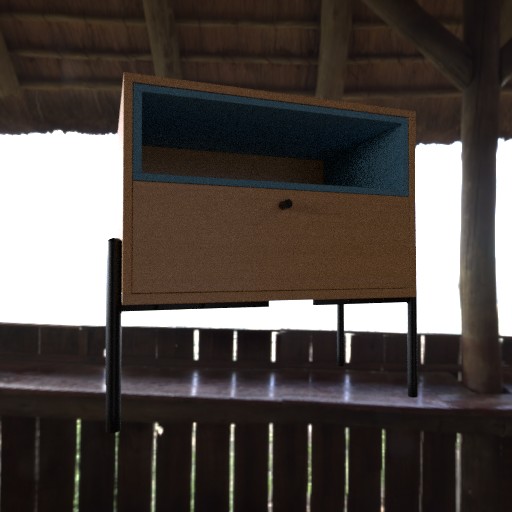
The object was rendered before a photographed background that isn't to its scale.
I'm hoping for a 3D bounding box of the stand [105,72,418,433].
[{"bbox_3d":[0.000,0.000,0.986,0.630,0.600,0.400,0,-1,-19],"label":"stand"}]
